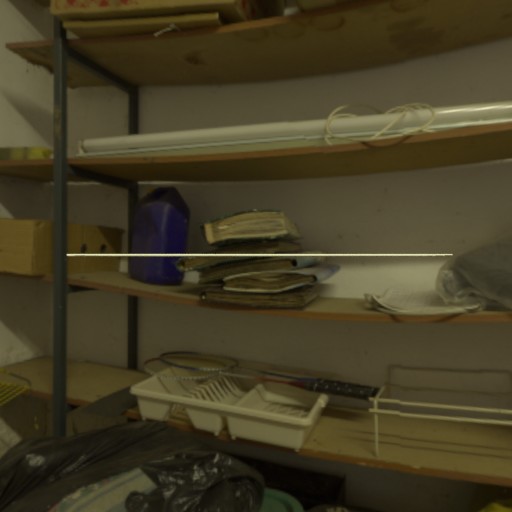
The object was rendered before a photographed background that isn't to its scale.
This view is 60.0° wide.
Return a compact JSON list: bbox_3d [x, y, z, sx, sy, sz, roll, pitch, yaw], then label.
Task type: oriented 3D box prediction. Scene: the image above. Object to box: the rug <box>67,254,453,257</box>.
[{"bbox_3d":[0.000,0.000,2.870,1.522,0.008,2.284,0,0,-1],"label":"rug"}]
